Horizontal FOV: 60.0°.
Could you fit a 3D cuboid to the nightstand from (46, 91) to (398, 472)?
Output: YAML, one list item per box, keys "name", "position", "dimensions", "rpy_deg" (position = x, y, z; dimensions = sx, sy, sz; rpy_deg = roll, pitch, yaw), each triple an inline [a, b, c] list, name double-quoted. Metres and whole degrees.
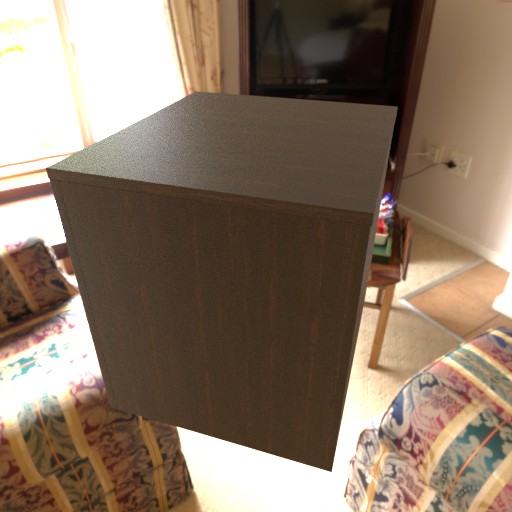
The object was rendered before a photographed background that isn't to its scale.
- name: "nightstand"
  position: [0.000, 0.000, 0.806]
  dimensions: [0.400, 0.460, 0.461]
  rpy_deg: [10, 34, 15]
